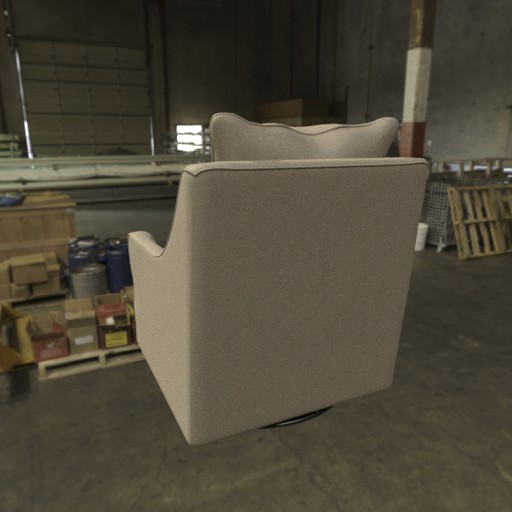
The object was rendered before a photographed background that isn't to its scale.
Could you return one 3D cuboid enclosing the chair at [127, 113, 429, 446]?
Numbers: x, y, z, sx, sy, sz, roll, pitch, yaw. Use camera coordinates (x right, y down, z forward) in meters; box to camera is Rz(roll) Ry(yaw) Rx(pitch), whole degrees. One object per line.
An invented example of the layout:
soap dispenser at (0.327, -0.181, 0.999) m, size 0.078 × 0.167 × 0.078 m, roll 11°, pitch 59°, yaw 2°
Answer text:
chair at (0.000, 0.000, 1.606) m, size 0.760 × 0.942 × 0.876 m, roll -7°, pitch 16°, yaw -25°
